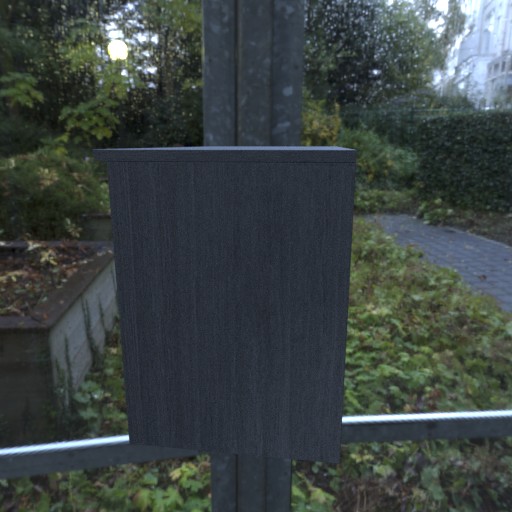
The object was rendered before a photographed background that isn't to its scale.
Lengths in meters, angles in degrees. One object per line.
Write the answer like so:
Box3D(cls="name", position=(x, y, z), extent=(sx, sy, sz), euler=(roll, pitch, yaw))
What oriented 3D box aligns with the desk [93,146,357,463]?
Box3D(cls="desk", position=(0.000, 0.000, 1.534), extent=(0.557, 0.729, 1.099), euler=(2, 14, 8))
